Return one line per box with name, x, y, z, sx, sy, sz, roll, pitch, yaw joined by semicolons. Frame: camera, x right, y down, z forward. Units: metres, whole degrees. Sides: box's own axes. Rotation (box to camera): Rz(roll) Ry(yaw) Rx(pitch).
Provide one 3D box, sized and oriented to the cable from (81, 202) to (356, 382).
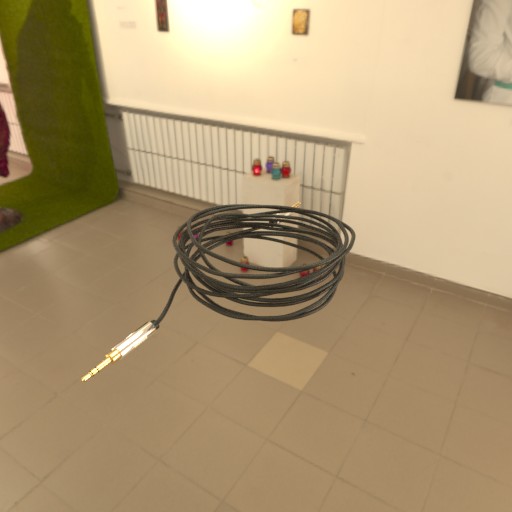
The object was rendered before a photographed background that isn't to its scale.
cable;0.000;0.000;0.499;0.198;0.069;0.432;17;34;27
